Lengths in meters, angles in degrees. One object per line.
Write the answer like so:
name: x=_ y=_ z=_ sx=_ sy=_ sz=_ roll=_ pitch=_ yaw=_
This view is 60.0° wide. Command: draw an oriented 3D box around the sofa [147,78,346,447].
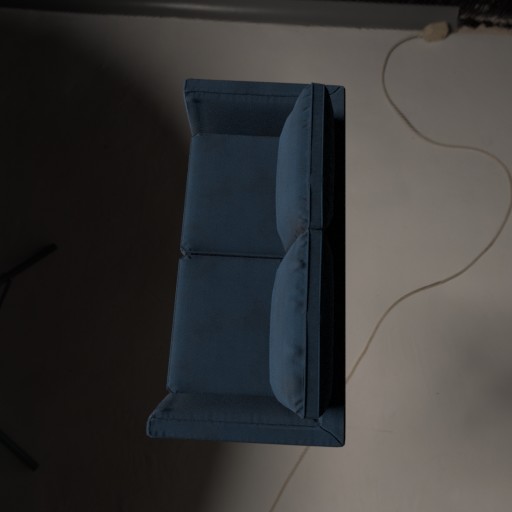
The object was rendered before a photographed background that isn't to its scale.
sofa: x=0.000 y=0.000 z=2.333 sx=0.853 sy=1.002 sz=1.770 roll=3 pitch=75 yaw=1
